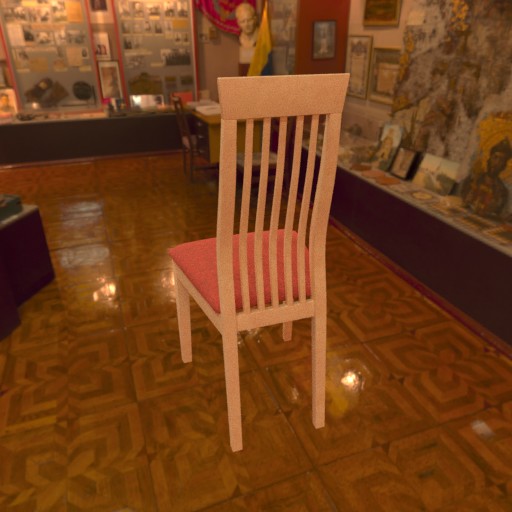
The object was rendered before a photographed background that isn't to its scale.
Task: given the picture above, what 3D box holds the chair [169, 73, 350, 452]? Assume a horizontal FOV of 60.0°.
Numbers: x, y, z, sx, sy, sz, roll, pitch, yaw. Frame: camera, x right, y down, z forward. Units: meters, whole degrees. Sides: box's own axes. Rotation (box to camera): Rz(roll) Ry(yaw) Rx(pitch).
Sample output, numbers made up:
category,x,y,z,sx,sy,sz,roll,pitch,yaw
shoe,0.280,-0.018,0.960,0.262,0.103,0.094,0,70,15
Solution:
category,x,y,z,sx,sy,sz,roll,pitch,yaw
chair,0.000,0.000,1.310,0.460,1.027,0.474,-9,29,-16
